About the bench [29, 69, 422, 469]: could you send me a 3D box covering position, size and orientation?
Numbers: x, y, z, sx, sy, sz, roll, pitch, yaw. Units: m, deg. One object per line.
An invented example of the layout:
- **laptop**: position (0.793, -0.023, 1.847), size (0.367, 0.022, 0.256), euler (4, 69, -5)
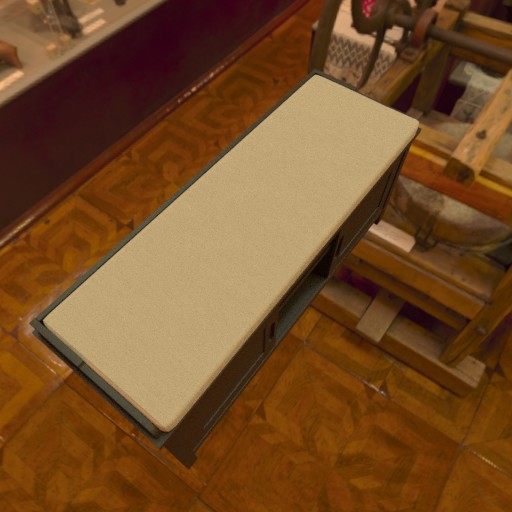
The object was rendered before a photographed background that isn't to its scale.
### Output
- **bench**: position (0.000, 0.000, 1.344), size (0.398, 0.501, 1.140), euler (33, 63, 19)
